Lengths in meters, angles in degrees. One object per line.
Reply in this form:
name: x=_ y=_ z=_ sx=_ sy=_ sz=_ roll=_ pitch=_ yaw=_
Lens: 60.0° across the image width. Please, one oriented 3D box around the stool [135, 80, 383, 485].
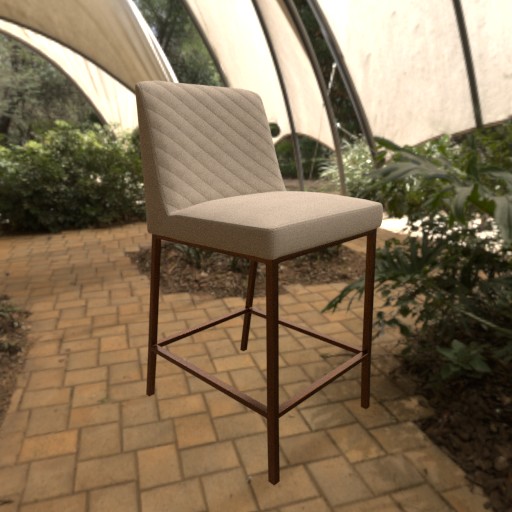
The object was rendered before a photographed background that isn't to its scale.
stool: x=0.000 y=0.000 z=1.302 sx=0.576 sy=0.973 sz=0.507 roll=15 pitch=21 yaw=42
